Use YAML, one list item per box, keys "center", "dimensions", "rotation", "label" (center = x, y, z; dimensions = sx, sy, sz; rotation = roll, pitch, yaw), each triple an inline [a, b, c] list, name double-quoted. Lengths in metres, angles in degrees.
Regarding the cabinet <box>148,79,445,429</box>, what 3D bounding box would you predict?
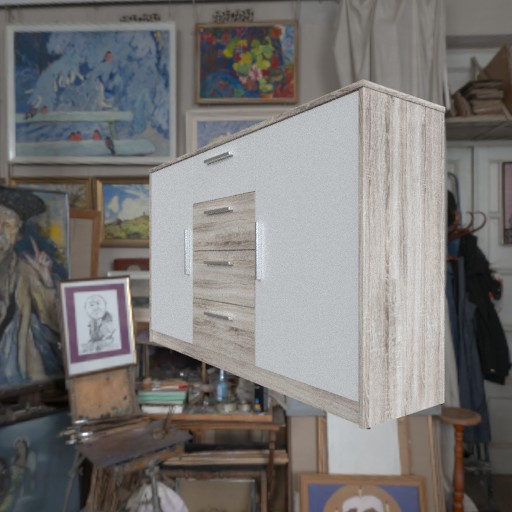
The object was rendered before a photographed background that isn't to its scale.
- center: [0.000, 0.000, 1.824]
  dimensions: [0.380, 0.900, 1.450]
  rotation: [0, 0, -35]
  label: "cabinet"
